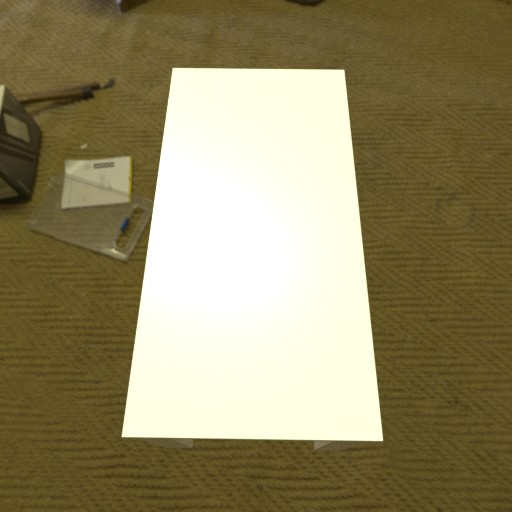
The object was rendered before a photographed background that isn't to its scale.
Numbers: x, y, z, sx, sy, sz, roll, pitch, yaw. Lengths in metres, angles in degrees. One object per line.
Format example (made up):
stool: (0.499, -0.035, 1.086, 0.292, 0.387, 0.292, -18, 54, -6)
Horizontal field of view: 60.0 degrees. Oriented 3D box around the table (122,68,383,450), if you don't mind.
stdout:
table: (0.000, 0.000, 2.277, 0.900, 0.790, 1.800, 1, 64, 0)
